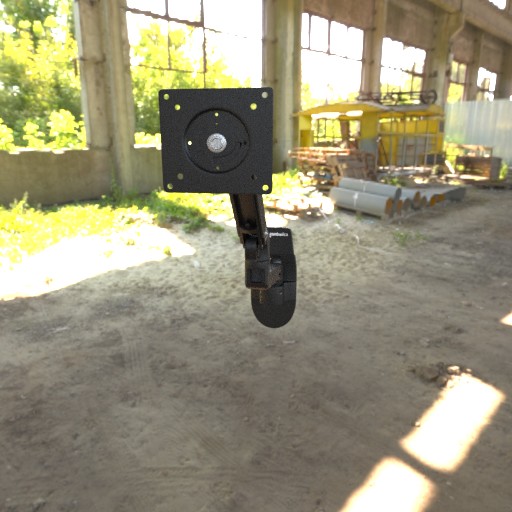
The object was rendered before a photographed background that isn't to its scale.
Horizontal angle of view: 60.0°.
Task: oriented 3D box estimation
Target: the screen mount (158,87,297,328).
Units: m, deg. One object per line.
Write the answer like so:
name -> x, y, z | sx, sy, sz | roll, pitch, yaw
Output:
screen mount -> 0.000, 0.000, 0.724 | 0.115, 0.466, 0.495 | 2, 15, 9
